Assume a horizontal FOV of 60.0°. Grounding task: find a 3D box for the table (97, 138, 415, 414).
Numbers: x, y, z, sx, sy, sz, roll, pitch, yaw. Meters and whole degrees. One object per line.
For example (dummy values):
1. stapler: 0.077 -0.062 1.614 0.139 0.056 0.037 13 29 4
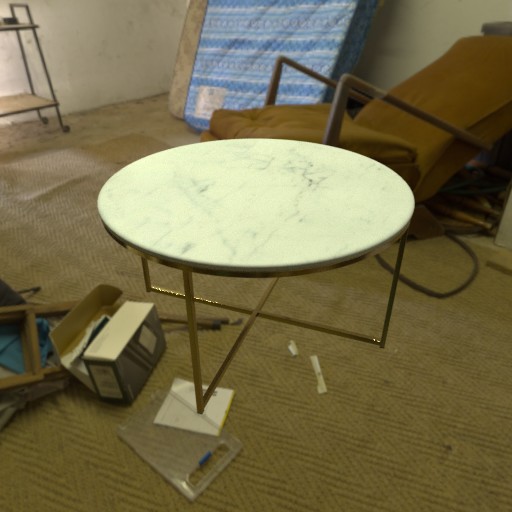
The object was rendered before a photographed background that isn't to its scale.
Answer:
1. table: 0.000 0.000 1.283 0.800 0.450 0.800 0 32 0
